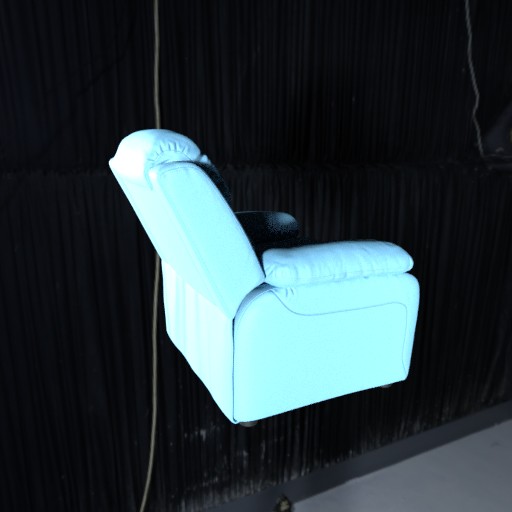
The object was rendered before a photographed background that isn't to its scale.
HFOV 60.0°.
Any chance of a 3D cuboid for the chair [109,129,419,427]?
[{"bbox_3d":[0.000,0.000,1.290,0.709,0.702,0.680,-7,16,-25],"label":"chair"}]
